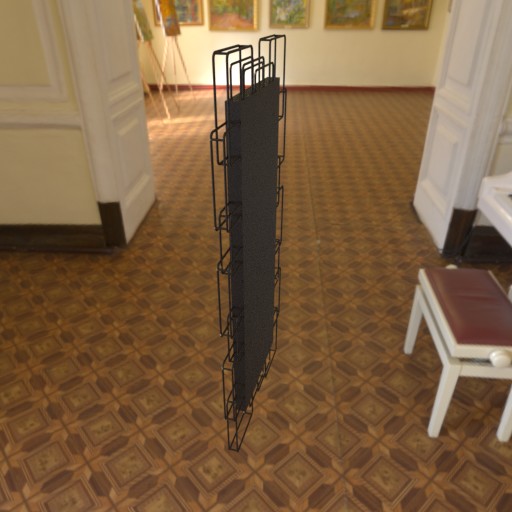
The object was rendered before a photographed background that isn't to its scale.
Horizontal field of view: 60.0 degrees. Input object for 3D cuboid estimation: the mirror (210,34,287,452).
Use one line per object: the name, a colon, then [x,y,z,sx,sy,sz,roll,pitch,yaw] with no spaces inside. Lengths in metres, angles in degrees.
mirror: [0.000,0.000,1.363,0.037,1.192,0.565,8,31,14]
